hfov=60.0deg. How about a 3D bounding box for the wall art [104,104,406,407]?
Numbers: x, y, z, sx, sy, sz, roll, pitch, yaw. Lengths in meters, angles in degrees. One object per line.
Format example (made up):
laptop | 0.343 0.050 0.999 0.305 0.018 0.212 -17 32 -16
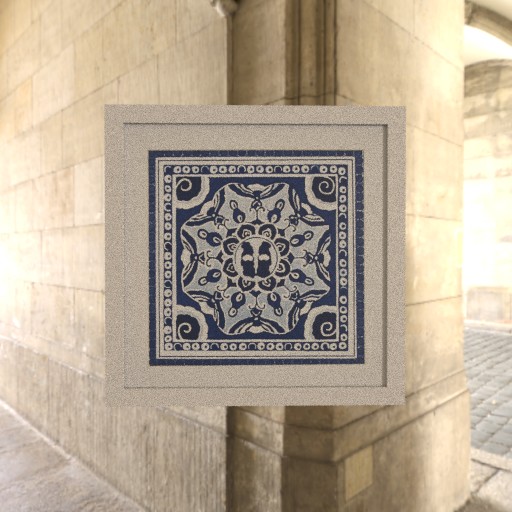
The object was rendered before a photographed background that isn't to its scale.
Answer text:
wall art | 0.000 0.000 0.838 0.559 0.559 0.028 0 1 -1
